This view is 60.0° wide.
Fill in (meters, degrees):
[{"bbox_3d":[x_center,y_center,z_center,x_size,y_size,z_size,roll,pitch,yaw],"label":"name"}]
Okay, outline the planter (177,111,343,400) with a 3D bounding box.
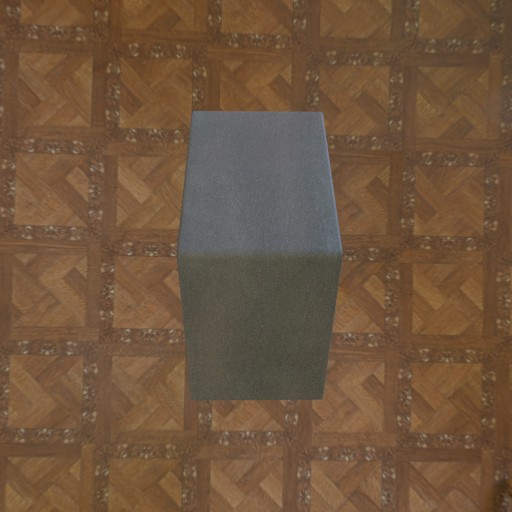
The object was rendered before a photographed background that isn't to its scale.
[{"bbox_3d":[0.000,0.000,0.307,0.077,0.206,0.169,0,90,-1],"label":"planter"}]
